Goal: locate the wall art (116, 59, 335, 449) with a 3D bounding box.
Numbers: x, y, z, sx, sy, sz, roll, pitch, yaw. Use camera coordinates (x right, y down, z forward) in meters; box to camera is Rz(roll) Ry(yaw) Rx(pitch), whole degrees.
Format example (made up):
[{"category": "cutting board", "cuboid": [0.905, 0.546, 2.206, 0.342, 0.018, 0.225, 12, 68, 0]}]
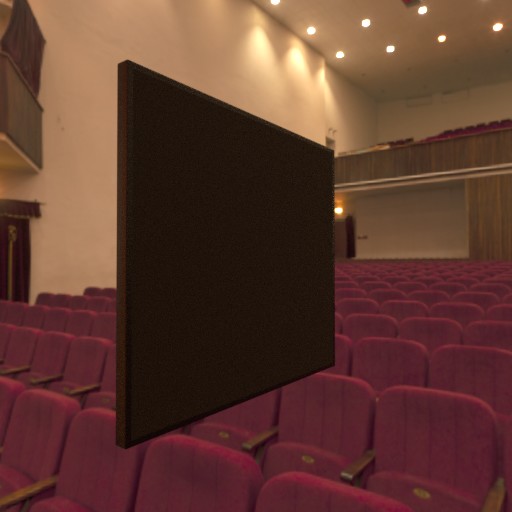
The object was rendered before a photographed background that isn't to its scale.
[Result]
[{"category": "wall art", "cuboid": [0.000, 0.000, 0.723, 0.018, 0.450, 0.521, -1, -1, 37]}]
